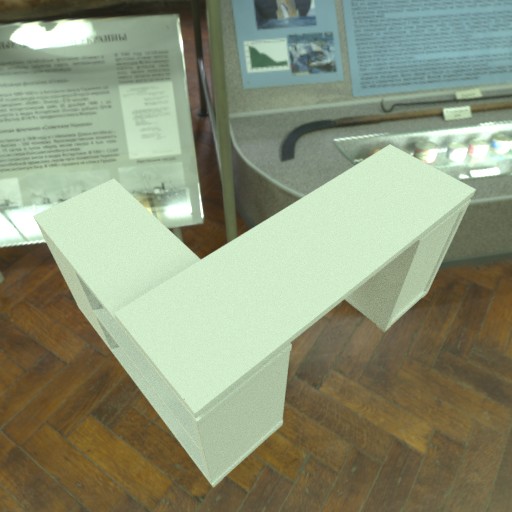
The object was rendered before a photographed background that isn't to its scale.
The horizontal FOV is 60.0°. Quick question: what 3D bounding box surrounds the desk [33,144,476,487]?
[{"bbox_3d":[0.000,0.000,2.191,1.524,0.753,1.200,-33,56,-26],"label":"desk"}]
